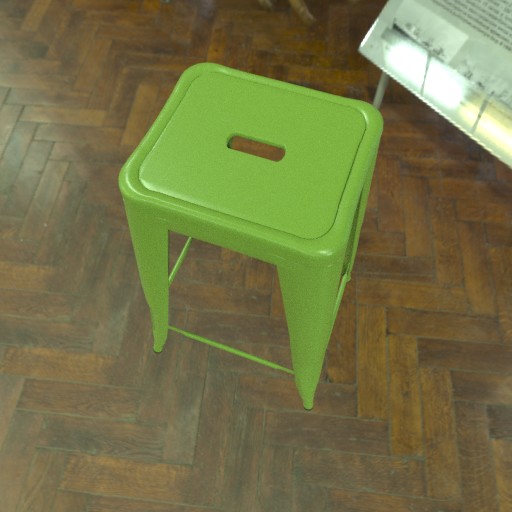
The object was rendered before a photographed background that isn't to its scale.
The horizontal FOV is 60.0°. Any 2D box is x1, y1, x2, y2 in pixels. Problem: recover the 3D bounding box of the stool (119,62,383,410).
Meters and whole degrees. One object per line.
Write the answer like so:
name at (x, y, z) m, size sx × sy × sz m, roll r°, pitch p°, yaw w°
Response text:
stool at (0.000, 0.000, 0.833) m, size 0.398 × 0.609 × 0.358 m, roll 18°, pitch 64°, yaw 9°
